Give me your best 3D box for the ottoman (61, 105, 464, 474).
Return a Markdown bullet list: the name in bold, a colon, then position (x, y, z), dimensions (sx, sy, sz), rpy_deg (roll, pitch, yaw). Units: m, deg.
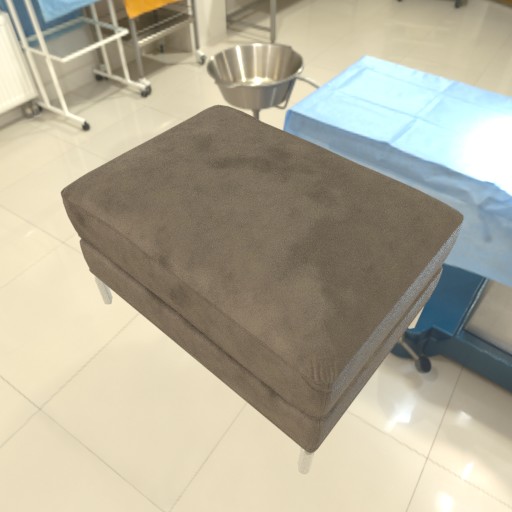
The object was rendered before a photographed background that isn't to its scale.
- **ottoman**: position (0.000, 0.000, 1.053), dimensions (0.719, 0.456, 0.520), rpy_deg (32, 55, 26)
